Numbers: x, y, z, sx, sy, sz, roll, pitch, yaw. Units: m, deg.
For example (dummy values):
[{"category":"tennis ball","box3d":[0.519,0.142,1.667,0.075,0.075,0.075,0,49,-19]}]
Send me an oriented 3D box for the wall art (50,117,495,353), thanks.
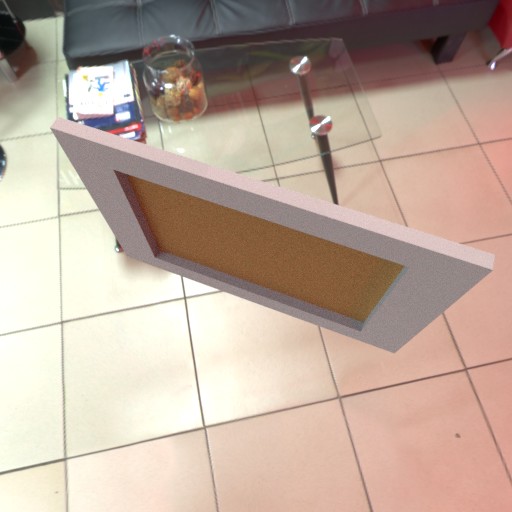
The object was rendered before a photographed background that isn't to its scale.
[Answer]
[{"category":"wall art","box3d":[0.000,0.000,1.134,0.906,0.617,0.033,19,66,9]}]
